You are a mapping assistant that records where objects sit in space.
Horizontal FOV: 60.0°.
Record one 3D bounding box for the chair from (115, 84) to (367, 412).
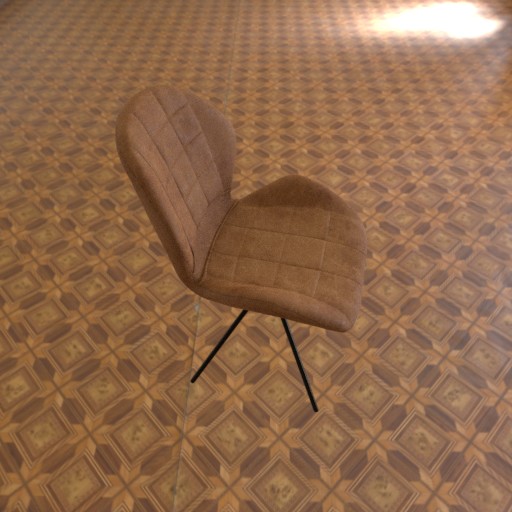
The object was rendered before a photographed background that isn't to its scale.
[{"bbox_3d":[0.000,0.000,1.327,0.640,0.929,0.527,10,48,10],"label":"chair"}]
